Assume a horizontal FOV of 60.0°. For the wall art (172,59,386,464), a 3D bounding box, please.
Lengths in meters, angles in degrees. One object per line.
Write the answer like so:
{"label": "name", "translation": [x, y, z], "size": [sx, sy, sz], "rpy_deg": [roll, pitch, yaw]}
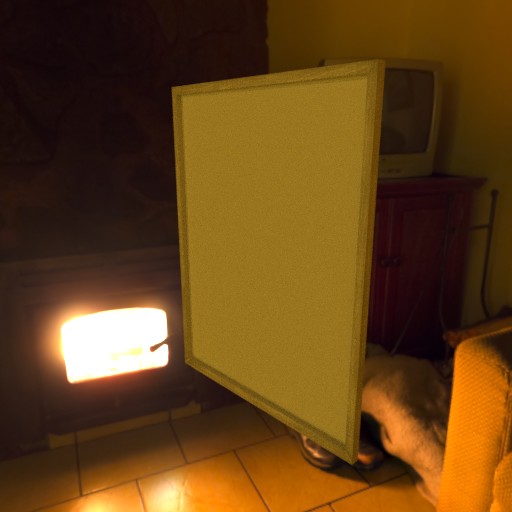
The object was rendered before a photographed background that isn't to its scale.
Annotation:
{"label": "wall art", "translation": [0.000, 0.000, 1.353], "size": [0.035, 1.022, 0.781], "rpy_deg": [-14, 21, -42]}
